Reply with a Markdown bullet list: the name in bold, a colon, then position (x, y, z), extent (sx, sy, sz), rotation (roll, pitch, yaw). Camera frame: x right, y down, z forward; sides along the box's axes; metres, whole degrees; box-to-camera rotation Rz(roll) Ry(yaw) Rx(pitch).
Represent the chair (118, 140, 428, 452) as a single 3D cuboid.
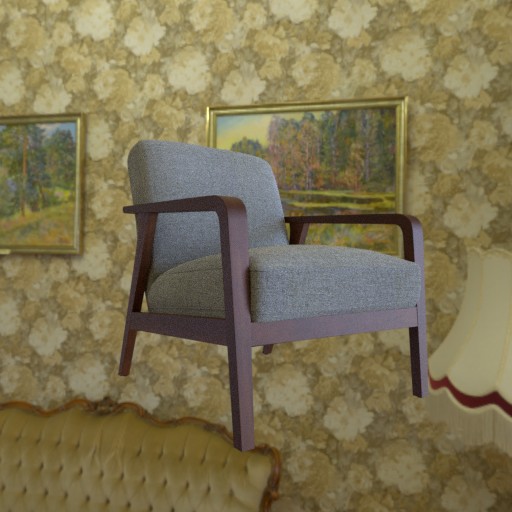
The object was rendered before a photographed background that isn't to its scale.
- **chair**: position (0.000, 0.000, 1.466), extent (0.704, 0.847, 0.858), rotation (1, -1, -36)
